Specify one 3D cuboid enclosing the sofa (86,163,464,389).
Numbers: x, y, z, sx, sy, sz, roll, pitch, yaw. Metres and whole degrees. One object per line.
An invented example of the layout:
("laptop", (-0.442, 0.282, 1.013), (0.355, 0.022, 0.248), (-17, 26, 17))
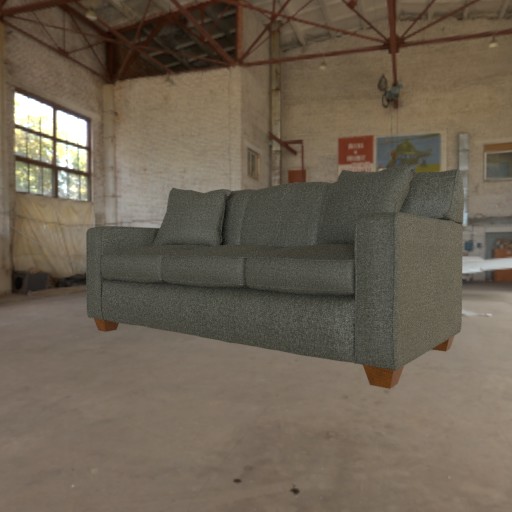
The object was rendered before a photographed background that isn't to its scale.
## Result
("sofa", (0.000, 0.000, 2.549), (2.024, 0.958, 0.997), (1, 1, 38))
